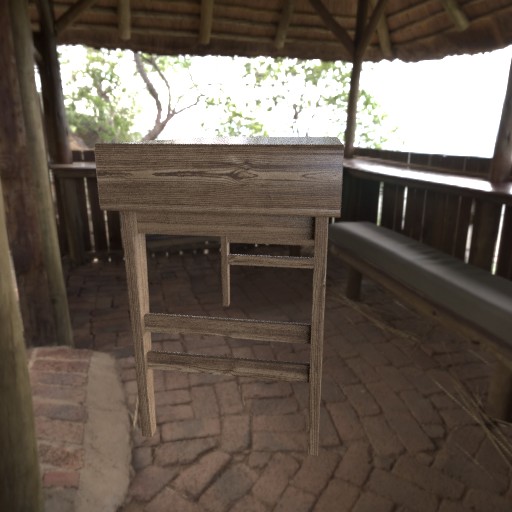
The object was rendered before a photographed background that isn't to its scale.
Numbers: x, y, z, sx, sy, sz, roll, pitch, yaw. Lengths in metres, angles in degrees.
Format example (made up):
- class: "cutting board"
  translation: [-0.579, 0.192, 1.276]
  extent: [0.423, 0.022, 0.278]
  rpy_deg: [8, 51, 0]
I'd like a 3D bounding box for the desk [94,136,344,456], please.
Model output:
- class: "desk"
  translation: [0.000, 0.000, 1.478]
  extent: [0.508, 0.755, 1.067]
  rpy_deg: [3, 16, 9]
